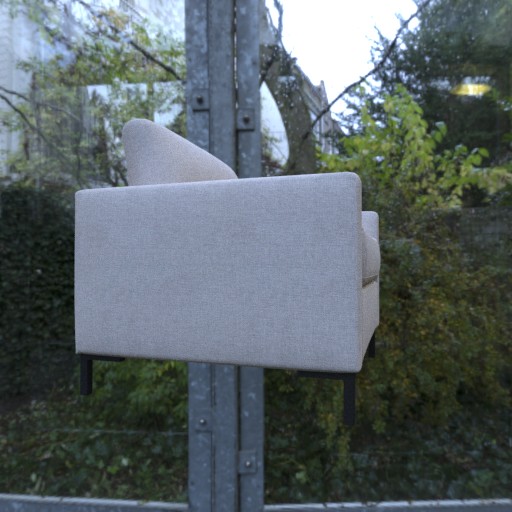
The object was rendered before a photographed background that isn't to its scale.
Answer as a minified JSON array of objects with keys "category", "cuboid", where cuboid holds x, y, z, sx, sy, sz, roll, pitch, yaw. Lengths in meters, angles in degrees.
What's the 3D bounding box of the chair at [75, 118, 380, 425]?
[{"category":"chair","cuboid":[0.000,0.000,1.644,0.866,0.861,0.963,0,-1,18]}]
